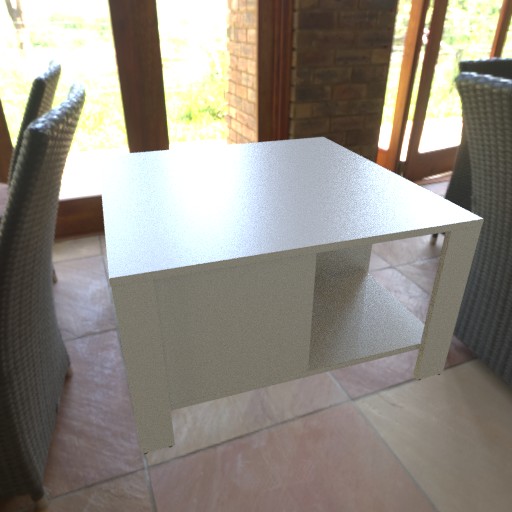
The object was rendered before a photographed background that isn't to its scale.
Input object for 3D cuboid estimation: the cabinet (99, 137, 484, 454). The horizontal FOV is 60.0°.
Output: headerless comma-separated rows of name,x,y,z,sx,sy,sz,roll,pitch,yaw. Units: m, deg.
cabinet,0.000,0.000,1.314,0.800,0.460,0.800,-9,30,-16
